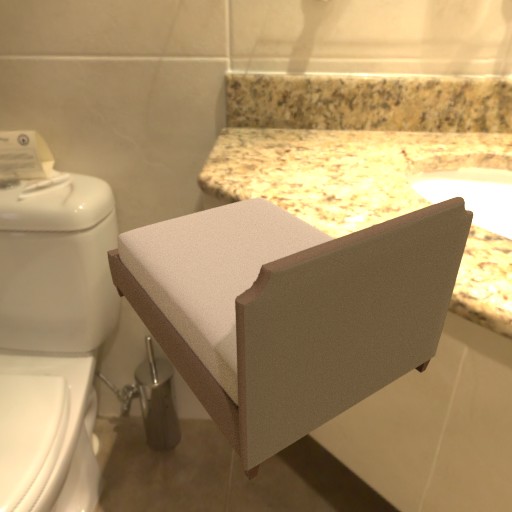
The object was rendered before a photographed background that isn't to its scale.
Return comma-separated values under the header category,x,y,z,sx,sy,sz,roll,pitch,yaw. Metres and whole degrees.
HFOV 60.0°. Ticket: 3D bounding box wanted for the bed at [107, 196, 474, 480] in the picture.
category,x,y,z,sx,sy,sz,roll,pitch,yaw
bed,0.000,0.000,3.446,1.713,1.443,2.372,-19,35,-29
